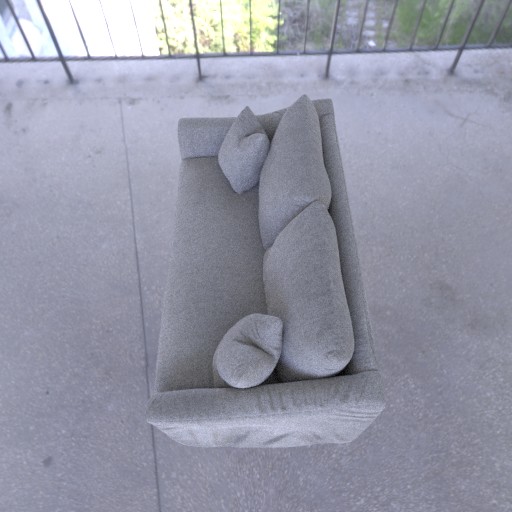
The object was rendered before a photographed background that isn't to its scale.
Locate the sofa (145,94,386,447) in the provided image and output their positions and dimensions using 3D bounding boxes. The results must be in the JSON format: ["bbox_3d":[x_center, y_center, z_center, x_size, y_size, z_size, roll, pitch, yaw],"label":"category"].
[{"bbox_3d":[0.000,0.000,2.657,1.072,1.018,2.010,-1,56,-1],"label":"sofa"}]
